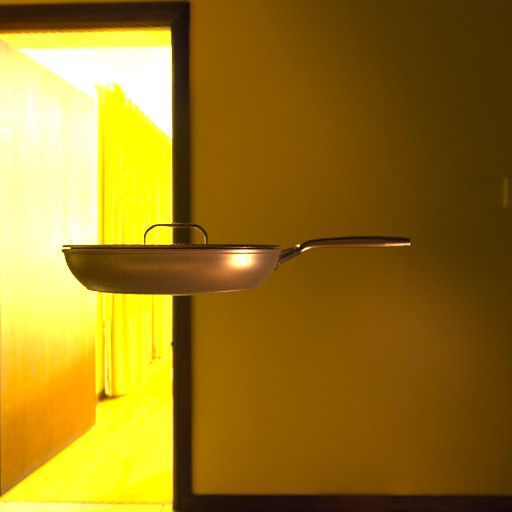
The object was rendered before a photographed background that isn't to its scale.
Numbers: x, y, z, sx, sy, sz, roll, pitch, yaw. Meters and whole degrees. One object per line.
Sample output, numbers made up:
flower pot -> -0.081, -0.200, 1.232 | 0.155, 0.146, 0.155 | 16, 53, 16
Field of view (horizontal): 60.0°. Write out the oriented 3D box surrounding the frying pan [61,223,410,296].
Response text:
frying pan -> 0.000, 0.000, 0.607 | 0.490, 0.086, 0.272 | 0, 1, -19
